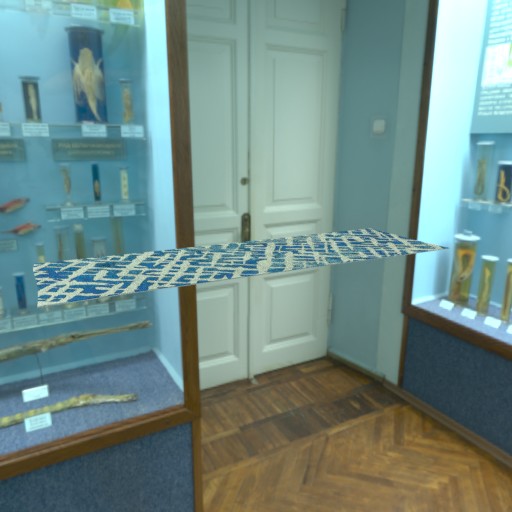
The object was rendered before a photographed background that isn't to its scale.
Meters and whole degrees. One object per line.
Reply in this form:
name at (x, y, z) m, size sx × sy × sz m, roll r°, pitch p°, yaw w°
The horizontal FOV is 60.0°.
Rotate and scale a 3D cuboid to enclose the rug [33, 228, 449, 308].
rug at (0.000, 0.000, 2.711) m, size 2.446 × 0.011 × 0.768 m, roll -7°, pitch 16°, yaw -25°
